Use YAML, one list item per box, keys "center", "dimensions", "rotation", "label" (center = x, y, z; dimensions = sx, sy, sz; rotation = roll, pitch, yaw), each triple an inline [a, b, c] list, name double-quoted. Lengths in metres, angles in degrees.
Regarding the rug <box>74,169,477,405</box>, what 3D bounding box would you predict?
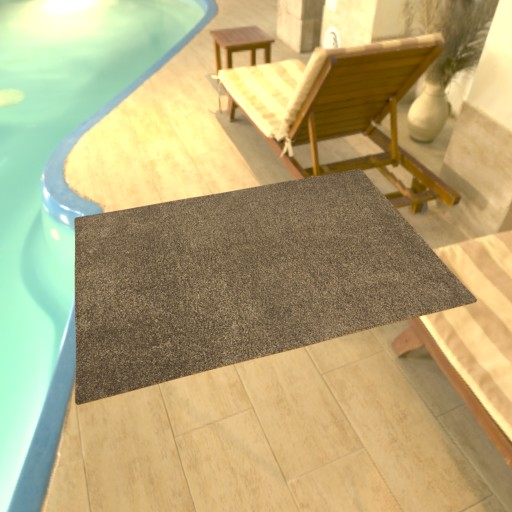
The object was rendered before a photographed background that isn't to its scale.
- center: [0.000, 0.000, 3.449]
  dimensions: [2.699, 0.026, 1.802]
  rotation: [-12, 44, -12]
  label: "rug"
